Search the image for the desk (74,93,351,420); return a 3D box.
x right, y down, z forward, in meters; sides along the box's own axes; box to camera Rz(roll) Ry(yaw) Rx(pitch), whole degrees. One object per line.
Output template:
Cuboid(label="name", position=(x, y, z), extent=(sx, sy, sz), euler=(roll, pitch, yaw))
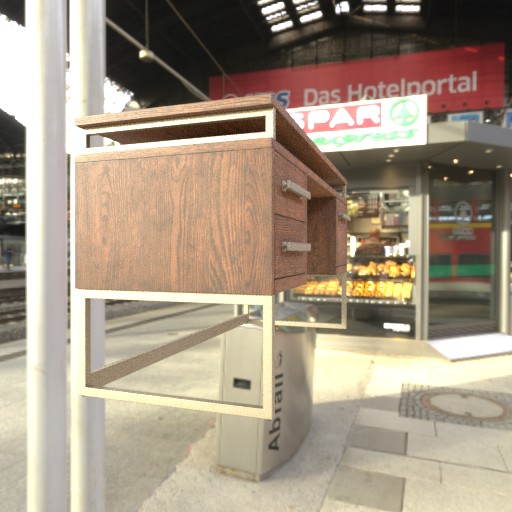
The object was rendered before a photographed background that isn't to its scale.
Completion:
Cuboid(label="desk", position=(0.000, 0.000, 1.809), extent=(0.610, 0.792, 1.384), euler=(0, 1, 19))
